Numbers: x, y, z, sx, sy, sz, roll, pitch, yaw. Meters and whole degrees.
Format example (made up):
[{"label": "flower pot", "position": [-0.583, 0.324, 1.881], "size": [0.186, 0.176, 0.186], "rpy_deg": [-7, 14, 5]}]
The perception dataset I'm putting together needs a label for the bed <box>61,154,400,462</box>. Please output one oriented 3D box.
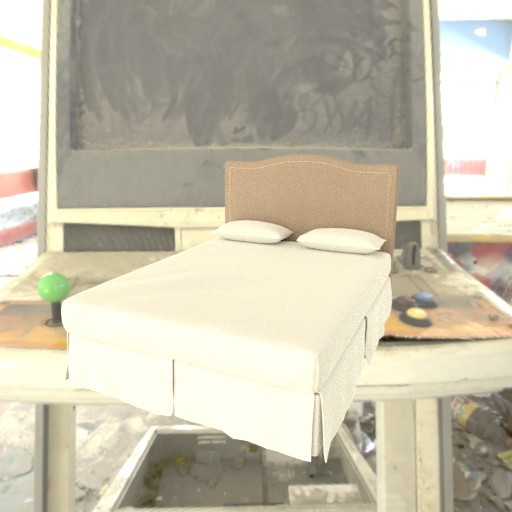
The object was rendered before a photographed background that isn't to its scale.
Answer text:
[{"label": "bed", "position": [0.000, 0.000, 3.372], "size": [1.821, 1.436, 2.282], "rpy_deg": [7, 17, 24]}]
